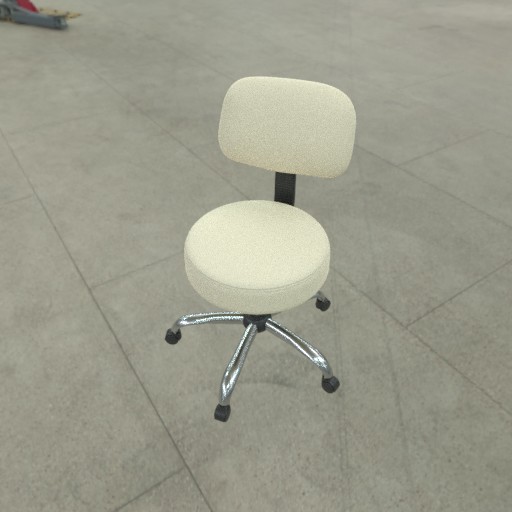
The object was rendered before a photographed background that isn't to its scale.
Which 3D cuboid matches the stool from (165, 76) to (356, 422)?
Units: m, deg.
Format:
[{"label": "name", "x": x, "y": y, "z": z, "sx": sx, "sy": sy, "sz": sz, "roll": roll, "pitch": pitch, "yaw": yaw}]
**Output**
[{"label": "stool", "x": 0.000, "y": 0.000, "z": 1.267, "sx": 0.609, "sy": 0.810, "sz": 0.616, "roll": 14, "pitch": 42, "yaw": 16}]
